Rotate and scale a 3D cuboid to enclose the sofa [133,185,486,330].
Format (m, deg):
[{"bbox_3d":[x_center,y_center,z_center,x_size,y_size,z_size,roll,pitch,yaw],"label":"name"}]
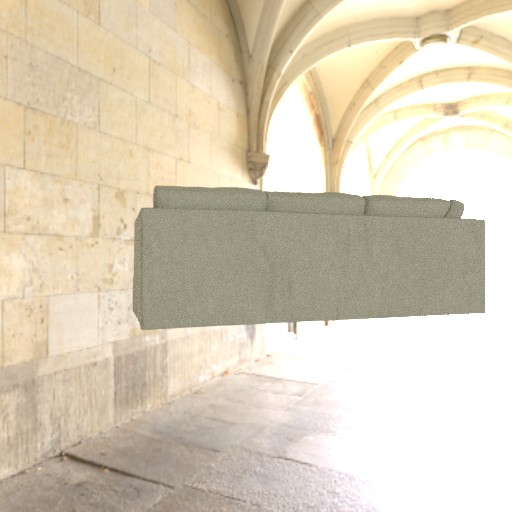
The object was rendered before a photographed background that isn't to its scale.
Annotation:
[{"bbox_3d":[0.000,0.000,4.457,2.440,0.869,3.434,0,0,-17],"label":"sofa"}]
